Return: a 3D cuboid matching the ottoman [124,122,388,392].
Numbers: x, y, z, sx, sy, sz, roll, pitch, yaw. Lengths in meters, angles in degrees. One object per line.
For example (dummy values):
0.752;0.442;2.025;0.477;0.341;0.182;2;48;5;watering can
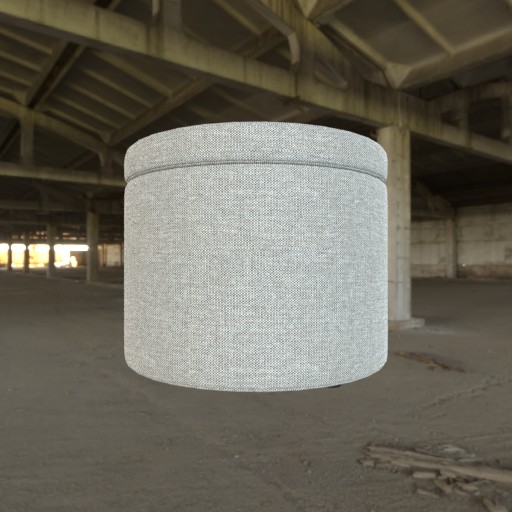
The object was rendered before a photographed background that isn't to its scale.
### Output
0.000;0.000;0.878;0.500;0.419;0.500;0;0;0;ottoman
